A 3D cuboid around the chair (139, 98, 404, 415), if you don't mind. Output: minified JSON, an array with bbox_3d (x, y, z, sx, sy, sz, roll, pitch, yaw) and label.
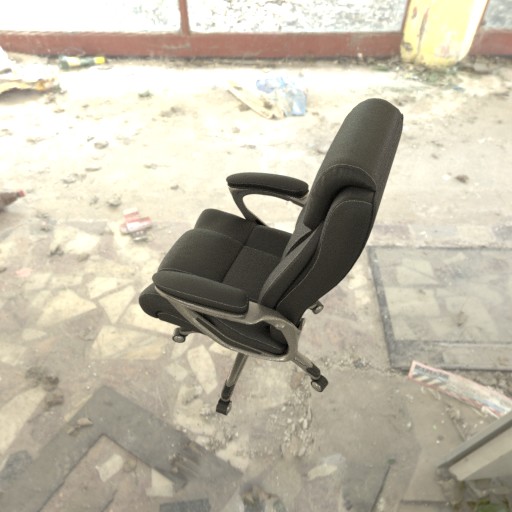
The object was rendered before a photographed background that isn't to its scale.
[{"bbox_3d":[0.000,0.000,1.641,0.784,1.167,0.741,15,47,15],"label":"chair"}]
